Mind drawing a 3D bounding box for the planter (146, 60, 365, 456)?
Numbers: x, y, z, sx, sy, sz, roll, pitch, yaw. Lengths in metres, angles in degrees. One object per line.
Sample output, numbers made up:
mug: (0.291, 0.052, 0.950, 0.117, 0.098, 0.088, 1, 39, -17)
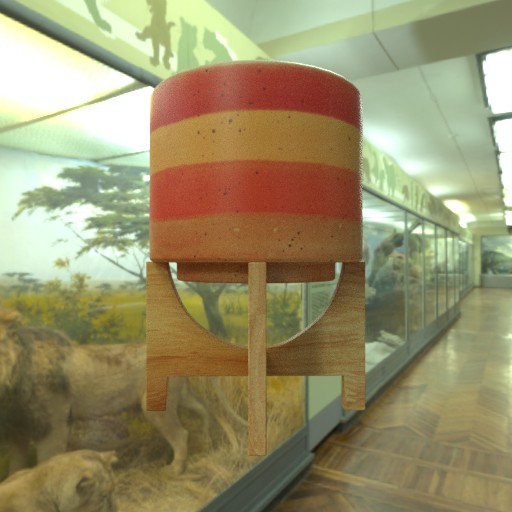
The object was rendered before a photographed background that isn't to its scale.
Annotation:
planter: (0.000, 0.000, 0.551, 0.269, 0.379, 0.269, 0, 0, 0)
